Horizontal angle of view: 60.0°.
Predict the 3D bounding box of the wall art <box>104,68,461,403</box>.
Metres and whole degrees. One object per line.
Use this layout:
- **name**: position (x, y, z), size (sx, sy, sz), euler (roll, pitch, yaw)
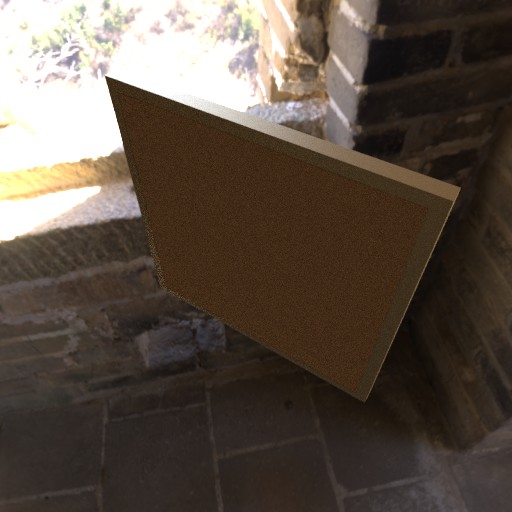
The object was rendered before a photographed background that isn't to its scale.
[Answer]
- **wall art**: position (0.000, 0.000, 2.849), size (1.926, 1.926, 0.099), euler (26, 53, 21)
